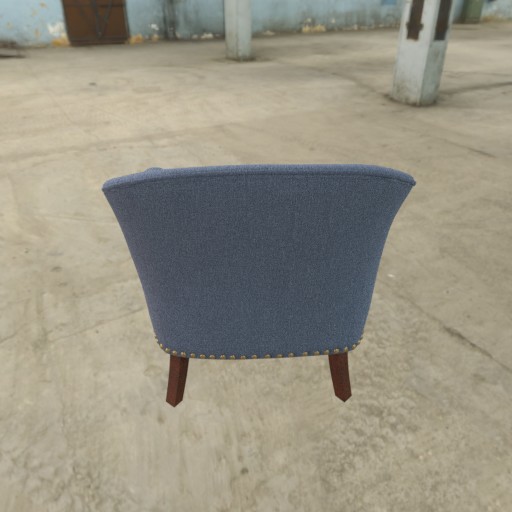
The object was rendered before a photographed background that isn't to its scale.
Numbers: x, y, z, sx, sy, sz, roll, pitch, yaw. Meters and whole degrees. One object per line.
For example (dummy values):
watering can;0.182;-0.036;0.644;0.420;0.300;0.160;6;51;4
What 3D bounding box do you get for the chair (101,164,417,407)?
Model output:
chair;0.000;0.000;1.388;0.772;0.815;0.704;-1;30;-1
